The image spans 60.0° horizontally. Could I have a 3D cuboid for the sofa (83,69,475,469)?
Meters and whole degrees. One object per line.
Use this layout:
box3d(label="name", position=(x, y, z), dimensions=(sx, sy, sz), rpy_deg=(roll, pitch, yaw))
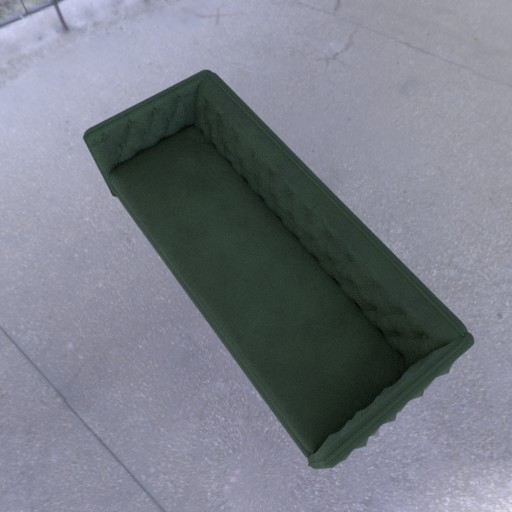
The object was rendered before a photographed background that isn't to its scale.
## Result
box3d(label="sofa", position=(0.000, 0.000, 2.583), dimensions=(0.895, 0.771, 2.209), rpy_deg=(-34, 69, -15))
